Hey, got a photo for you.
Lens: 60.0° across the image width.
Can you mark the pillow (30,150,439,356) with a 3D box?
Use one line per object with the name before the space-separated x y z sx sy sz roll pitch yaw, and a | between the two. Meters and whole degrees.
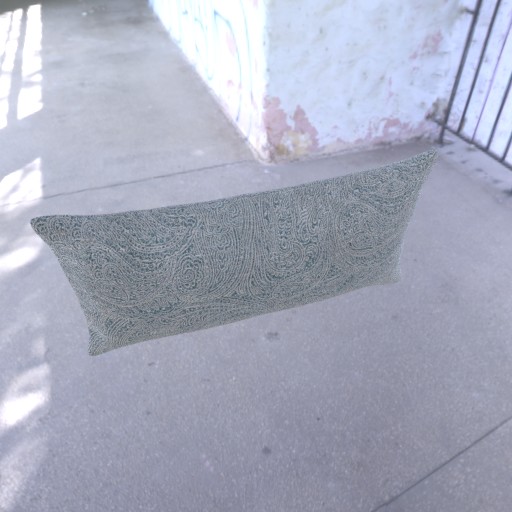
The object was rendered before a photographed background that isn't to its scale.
pillow | 0.000 0.000 0.739 0.615 0.295 0.151 -12 43 -13
